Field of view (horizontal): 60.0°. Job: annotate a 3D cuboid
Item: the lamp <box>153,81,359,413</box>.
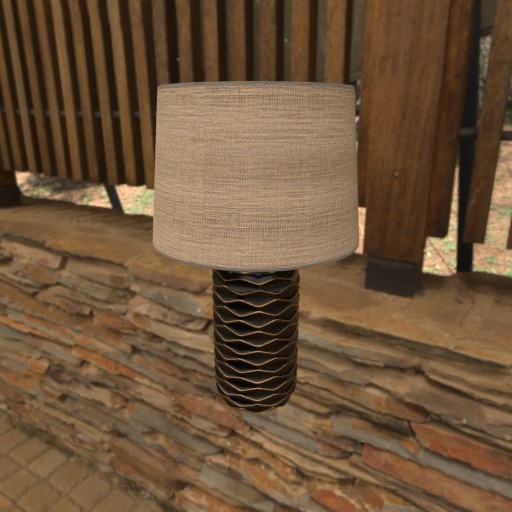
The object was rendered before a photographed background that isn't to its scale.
[{"bbox_3d":[0.000,0.000,0.837,0.376,0.594,0.376,0,18,0],"label":"lamp"}]
